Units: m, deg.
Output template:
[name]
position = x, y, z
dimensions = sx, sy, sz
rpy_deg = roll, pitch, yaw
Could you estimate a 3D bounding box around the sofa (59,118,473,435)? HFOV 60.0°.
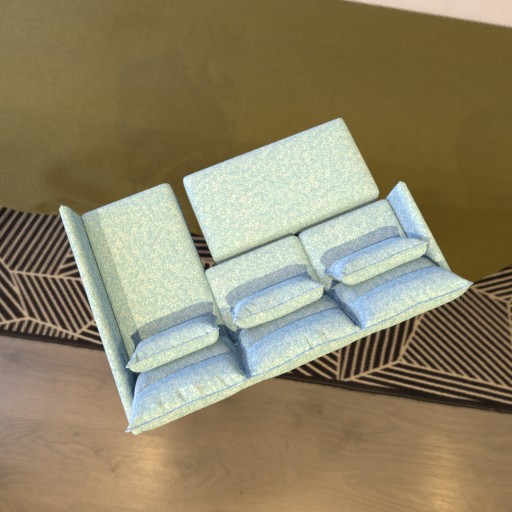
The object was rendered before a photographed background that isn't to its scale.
[sofa]
position = 0.000, 0.000, 2.800
dimensions = 2.034, 0.899, 1.420
rpy_deg = -22, 78, -5
